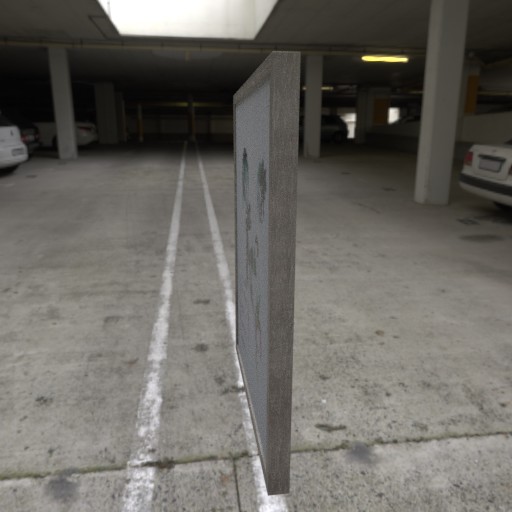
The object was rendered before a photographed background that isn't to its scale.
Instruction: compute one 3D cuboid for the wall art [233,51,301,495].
[{"bbox_3d":[0.000,0.000,0.703,0.032,0.521,0.421,-2,14,-8],"label":"wall art"}]
